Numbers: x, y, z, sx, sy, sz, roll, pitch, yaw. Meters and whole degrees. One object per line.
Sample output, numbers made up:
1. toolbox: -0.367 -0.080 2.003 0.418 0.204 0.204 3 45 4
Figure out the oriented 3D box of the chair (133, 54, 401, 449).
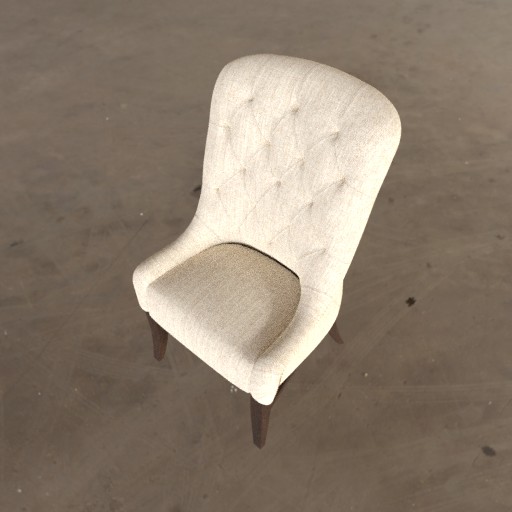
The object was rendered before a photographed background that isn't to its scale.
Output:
1. chair: 0.000 0.000 1.475 0.634 1.091 0.629 31 53 27
